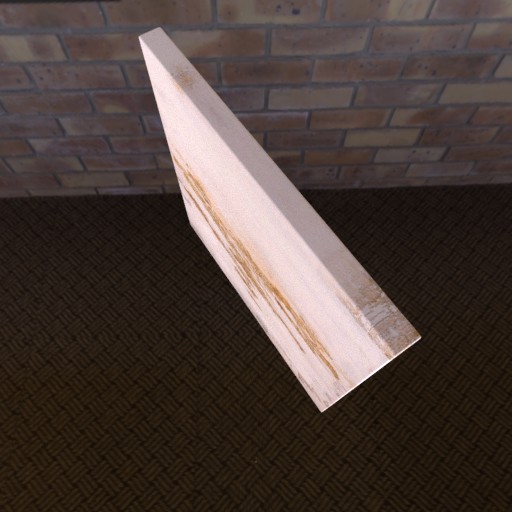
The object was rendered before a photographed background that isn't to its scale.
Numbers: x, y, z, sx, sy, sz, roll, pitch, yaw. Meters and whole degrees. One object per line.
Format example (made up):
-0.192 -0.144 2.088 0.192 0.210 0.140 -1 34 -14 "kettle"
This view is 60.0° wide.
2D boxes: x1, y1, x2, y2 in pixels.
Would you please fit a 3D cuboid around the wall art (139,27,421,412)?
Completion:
0.000 0.000 0.878 0.040 0.613 0.611 -31 69 -14 "wall art"
